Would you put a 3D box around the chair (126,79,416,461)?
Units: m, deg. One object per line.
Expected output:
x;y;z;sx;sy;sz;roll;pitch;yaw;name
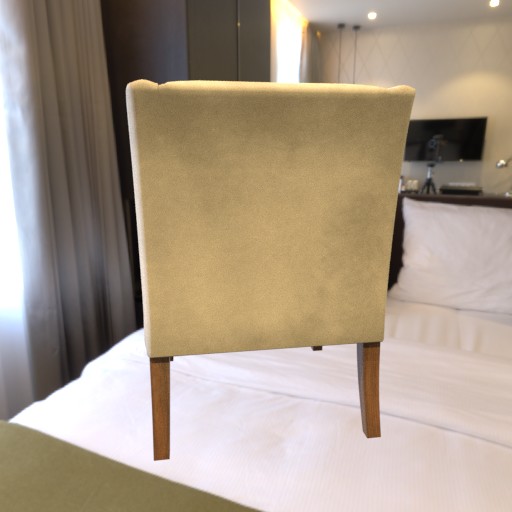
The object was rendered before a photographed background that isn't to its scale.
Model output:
0.000;0.000;1.305;0.629;0.895;0.629;-2;14;-9;chair
